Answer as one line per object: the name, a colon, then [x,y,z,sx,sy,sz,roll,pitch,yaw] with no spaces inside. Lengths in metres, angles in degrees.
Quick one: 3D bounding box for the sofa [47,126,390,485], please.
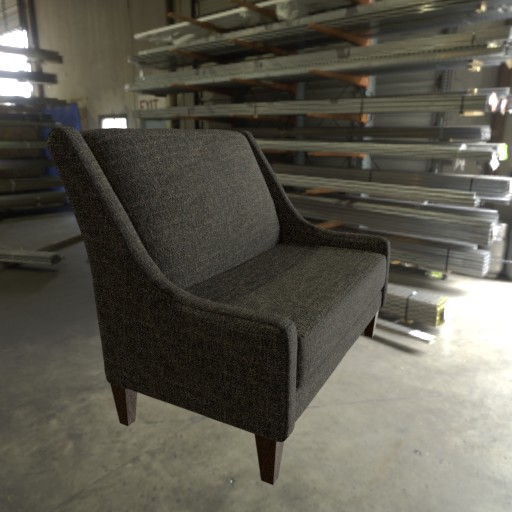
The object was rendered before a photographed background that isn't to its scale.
sofa: [0.000,0.000,1.834,0.870,1.021,1.242,8,17,28]
